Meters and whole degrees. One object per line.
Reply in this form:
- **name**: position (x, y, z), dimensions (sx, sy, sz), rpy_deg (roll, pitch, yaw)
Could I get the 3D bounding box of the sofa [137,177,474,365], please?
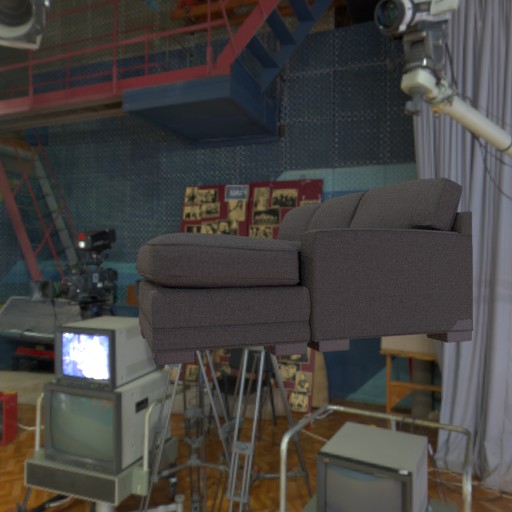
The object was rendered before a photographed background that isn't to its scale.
- **sofa**: position (0.000, 0.000, 3.313), dimensions (1.790, 0.973, 2.370), rpy_deg (0, 0, -18)
